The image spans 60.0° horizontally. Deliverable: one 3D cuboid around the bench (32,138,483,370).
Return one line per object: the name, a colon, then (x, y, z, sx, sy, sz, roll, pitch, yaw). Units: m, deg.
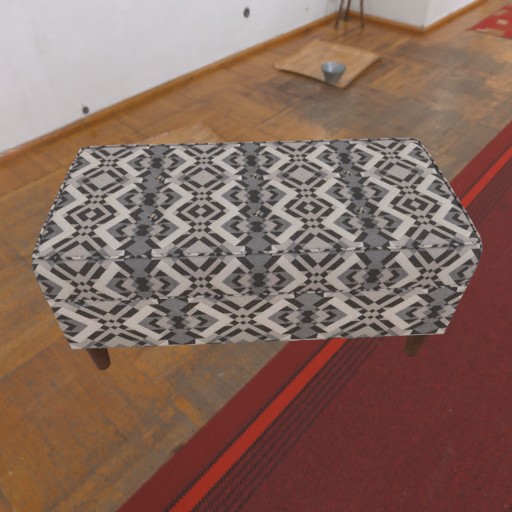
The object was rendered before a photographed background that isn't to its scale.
bench: (0.000, 0.000, 1.285, 1.016, 0.477, 0.492, -2, 44, -2)
